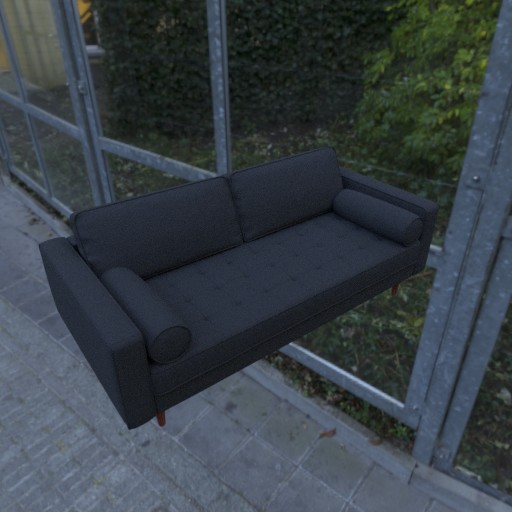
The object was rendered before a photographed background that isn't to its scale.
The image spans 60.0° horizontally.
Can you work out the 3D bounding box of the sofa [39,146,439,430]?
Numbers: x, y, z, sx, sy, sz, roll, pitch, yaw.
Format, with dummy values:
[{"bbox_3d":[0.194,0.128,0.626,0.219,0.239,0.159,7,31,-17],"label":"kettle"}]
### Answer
[{"bbox_3d":[0.000,0.000,2.328,1.875,0.759,0.914,-22,37,-31],"label":"sofa"}]
